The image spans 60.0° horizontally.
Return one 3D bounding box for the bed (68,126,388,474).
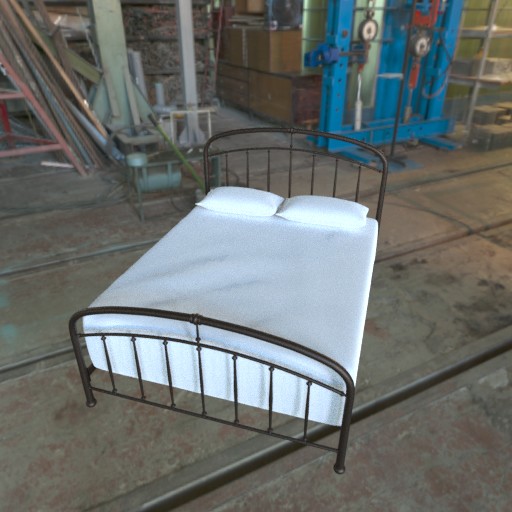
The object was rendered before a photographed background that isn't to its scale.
[{"bbox_3d":[0.000,0.000,3.285,1.711,1.425,2.180,9,30,15],"label":"bed"}]
